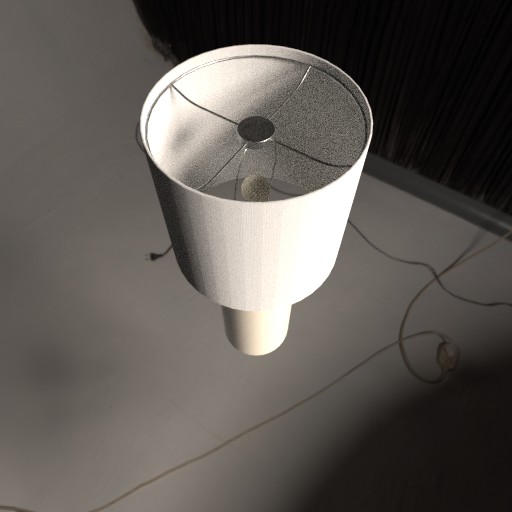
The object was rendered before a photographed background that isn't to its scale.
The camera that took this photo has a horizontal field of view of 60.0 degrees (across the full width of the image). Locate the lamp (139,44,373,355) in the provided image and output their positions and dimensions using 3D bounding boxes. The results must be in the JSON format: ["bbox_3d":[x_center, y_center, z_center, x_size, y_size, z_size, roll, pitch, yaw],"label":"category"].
[{"bbox_3d":[0.000,0.000,0.614,0.212,0.493,0.212,29,62,17],"label":"lamp"}]
